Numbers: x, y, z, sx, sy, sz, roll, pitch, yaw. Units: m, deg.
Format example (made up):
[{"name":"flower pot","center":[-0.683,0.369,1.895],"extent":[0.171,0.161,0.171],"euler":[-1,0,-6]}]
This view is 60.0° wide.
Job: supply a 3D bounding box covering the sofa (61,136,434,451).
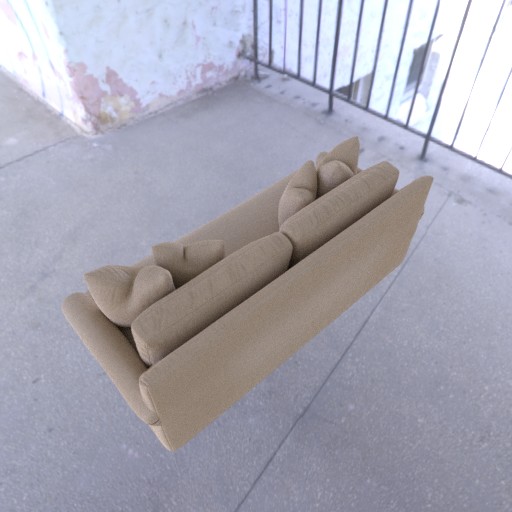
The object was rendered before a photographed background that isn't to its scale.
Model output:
[{"name":"sofa","center":[0.000,0.000,2.875],"extent":[2.285,0.904,1.067],"euler":[-33,55,-27]}]
